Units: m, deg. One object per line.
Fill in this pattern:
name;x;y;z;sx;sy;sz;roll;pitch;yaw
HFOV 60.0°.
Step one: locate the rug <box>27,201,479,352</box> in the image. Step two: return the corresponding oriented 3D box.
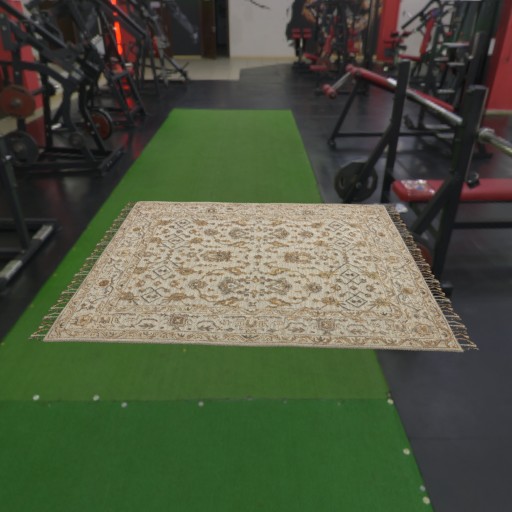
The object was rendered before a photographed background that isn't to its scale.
rug;0.000;0.000;4.027;3.061;0.034;2.426;1;30;2
